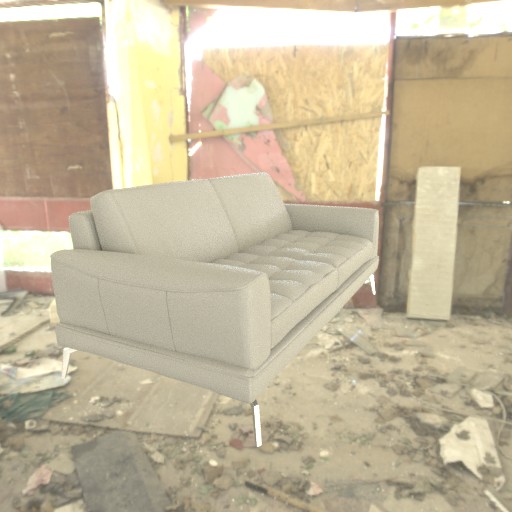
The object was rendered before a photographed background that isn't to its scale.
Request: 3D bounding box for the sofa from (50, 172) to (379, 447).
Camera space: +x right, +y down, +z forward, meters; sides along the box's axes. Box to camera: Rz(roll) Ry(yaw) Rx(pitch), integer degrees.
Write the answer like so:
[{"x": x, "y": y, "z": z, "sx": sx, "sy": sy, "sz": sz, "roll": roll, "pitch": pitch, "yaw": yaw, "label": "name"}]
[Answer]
[{"x": 0.000, "y": 0.000, "z": 2.742, "sx": 1.121, "sy": 0.930, "sz": 2.177, "roll": 7, "pitch": 16, "yaw": 27, "label": "sofa"}]
